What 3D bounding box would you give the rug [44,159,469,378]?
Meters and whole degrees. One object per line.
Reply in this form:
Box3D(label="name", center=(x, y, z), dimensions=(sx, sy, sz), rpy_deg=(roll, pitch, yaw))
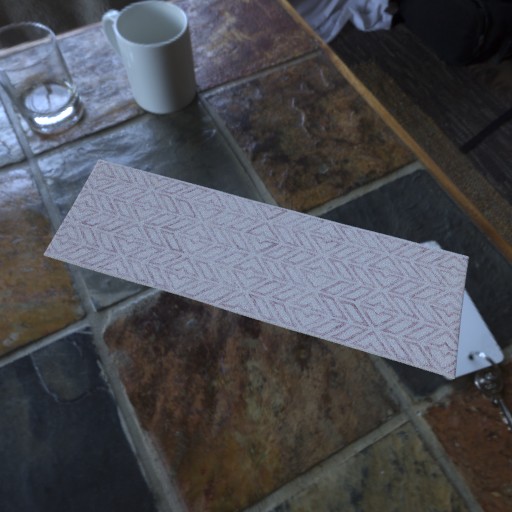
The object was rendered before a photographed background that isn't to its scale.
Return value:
Box3D(label="rug", center=(0.000, 0.000, 2.653), dimensions=(2.435, 0.009, 0.750), rpy_deg=(16, 65, 8))
